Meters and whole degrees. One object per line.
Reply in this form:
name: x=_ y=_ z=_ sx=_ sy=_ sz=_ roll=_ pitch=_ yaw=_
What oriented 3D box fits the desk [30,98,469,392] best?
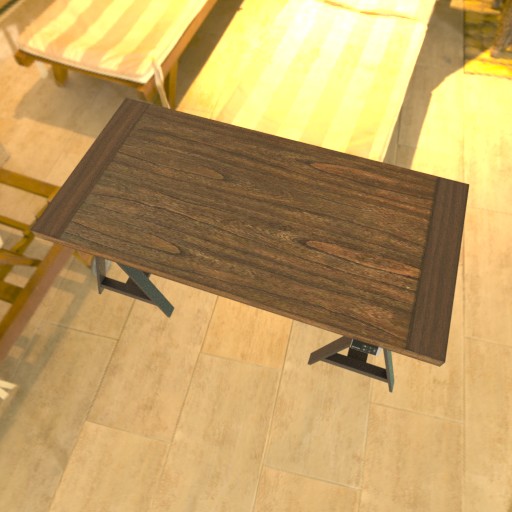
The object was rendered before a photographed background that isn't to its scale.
desk: x=0.000 y=0.000 z=2.014 sx=1.543 sy=0.725 sz=0.784 roll=17 pitch=61 yaw=10
